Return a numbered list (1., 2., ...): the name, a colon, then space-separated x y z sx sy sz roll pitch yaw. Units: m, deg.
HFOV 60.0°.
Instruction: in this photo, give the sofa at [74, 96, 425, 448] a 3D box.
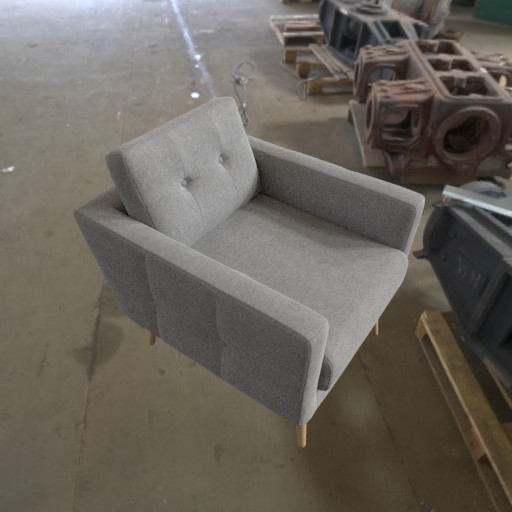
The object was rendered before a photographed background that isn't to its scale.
1. sofa: 0.000 0.000 1.570 0.920 0.860 0.770 26 48 26
